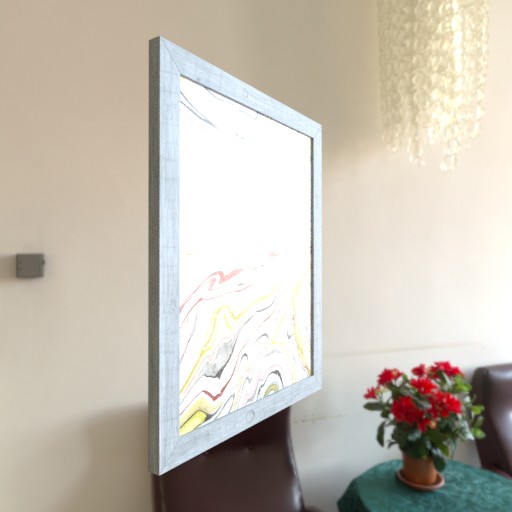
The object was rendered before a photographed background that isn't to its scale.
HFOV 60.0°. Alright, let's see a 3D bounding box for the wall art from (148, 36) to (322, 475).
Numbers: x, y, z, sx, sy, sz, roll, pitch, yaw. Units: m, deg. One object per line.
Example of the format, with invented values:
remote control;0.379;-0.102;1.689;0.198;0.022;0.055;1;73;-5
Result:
wall art;0.000;0.000;0.789;0.022;0.582;0.479;0;0;35
